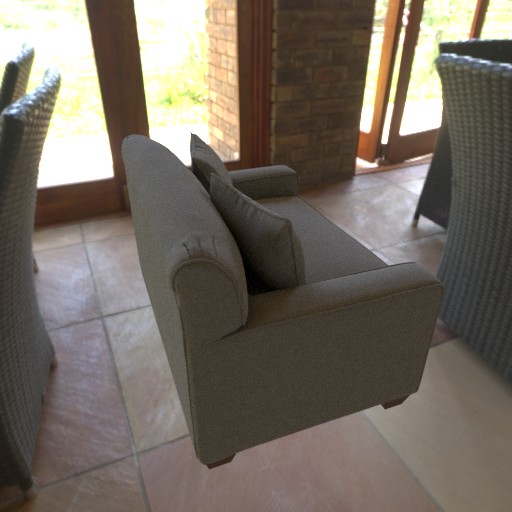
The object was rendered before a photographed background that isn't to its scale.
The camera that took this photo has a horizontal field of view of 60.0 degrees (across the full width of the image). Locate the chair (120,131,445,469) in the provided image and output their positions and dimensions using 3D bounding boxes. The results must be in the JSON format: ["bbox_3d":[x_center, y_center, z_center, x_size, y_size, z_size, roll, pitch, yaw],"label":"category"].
[{"bbox_3d":[0.000,0.000,2.060,0.992,0.953,1.395,-11,32,-18],"label":"chair"}]
